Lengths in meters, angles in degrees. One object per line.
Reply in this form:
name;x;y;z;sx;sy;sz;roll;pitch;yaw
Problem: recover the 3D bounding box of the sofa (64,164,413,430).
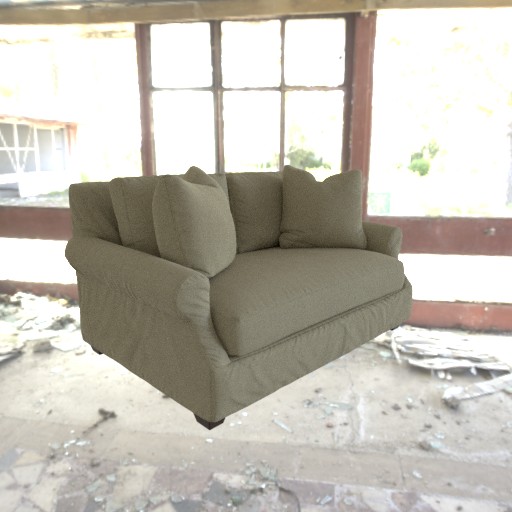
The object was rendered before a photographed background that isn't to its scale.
sofa;0.000;0.000;2.251;1.550;0.905;1.070;-12;18;-43
